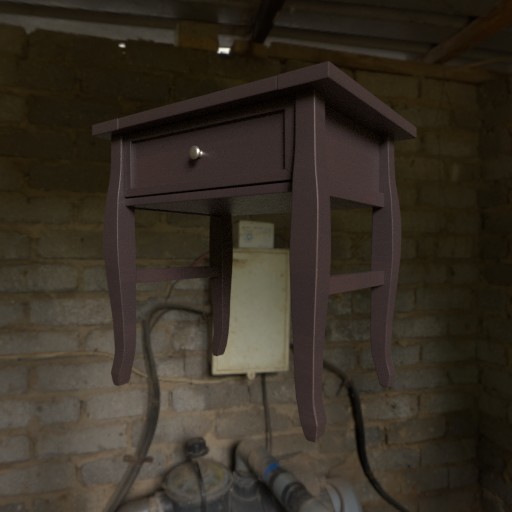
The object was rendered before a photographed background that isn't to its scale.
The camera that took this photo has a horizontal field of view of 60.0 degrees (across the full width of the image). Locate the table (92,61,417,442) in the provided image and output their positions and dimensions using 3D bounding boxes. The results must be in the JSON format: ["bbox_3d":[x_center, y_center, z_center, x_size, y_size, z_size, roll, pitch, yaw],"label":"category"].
[{"bbox_3d":[0.000,0.000,1.038,0.602,0.605,0.460,1,1,36],"label":"table"}]
